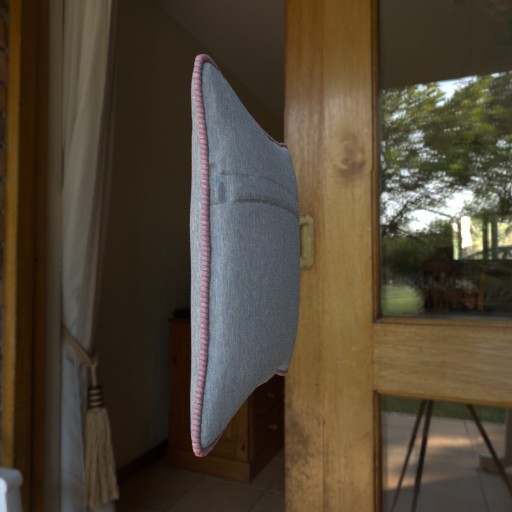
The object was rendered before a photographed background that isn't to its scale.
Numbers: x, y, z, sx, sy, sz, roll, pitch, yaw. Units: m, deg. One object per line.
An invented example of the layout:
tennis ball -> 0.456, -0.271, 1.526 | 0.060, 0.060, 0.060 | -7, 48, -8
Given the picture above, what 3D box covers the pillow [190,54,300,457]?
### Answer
pillow -> 0.000, 0.000, 0.744 | 0.124, 0.491, 0.482 | 0, -2, 17
